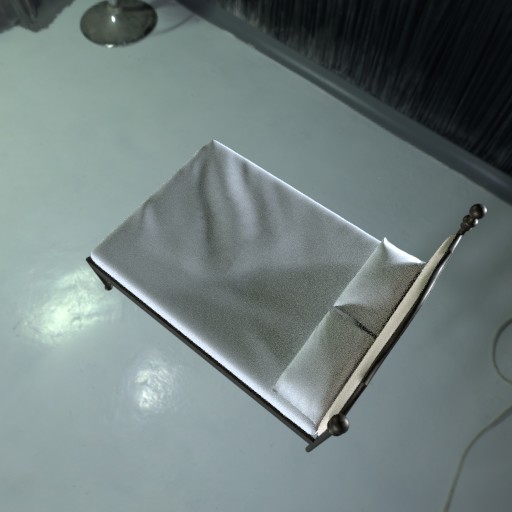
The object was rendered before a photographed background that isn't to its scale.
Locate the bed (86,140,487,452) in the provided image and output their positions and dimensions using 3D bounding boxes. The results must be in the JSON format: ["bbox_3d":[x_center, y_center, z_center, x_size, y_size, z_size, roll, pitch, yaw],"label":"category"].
[{"bbox_3d":[0.000,0.000,3.159,2.170,1.462,1.533,35,68,17],"label":"bed"}]
